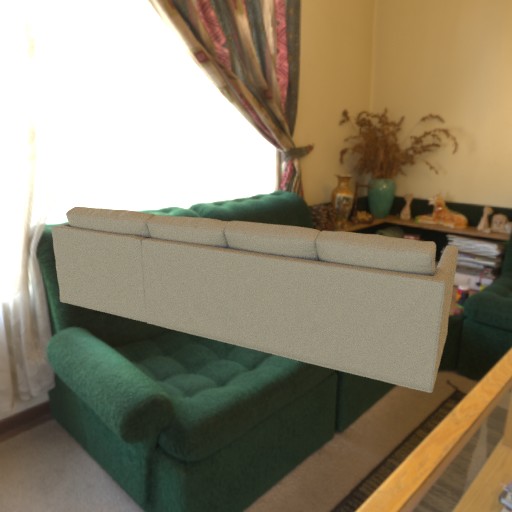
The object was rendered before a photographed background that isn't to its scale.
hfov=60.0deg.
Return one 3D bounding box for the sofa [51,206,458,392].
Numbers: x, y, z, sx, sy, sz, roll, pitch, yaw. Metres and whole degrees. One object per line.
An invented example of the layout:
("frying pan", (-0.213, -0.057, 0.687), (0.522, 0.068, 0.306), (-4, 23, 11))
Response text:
("sofa", (0.000, 0.000, 3.863), (3.177, 0.867, 1.622), (8, 17, 27))
